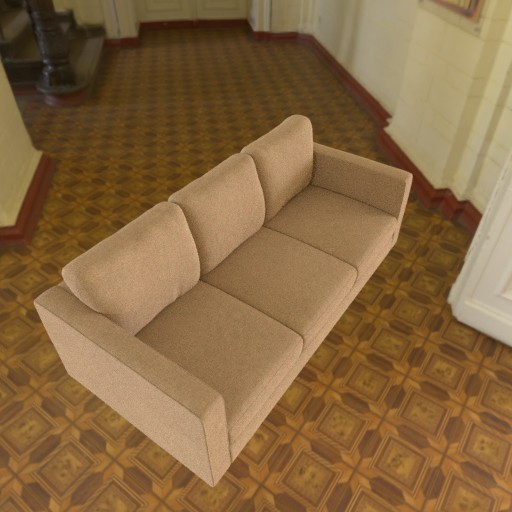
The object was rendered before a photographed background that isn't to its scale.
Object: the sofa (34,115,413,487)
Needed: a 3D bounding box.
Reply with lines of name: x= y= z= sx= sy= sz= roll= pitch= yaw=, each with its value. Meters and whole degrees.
sofa: x=0.000 y=0.000 z=2.286 sx=0.930 sy=0.800 sz=1.855 roll=25 pitch=47 yaw=26
